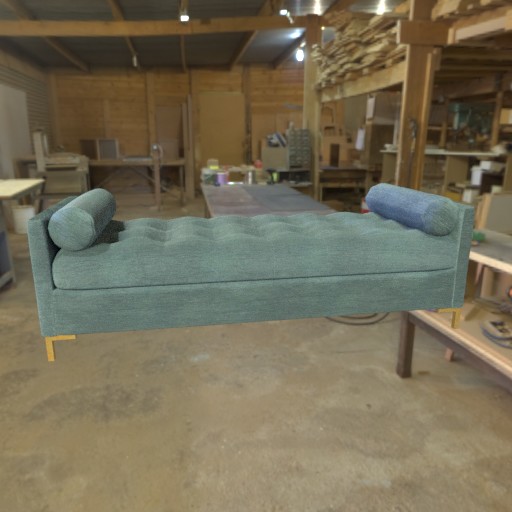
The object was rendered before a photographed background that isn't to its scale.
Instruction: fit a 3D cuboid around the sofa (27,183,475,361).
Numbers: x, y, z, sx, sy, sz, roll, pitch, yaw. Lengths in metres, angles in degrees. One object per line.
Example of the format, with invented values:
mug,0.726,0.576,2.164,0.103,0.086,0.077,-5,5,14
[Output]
sofa,0.000,0.000,2.446,2.102,0.705,0.796,-3,15,-10
